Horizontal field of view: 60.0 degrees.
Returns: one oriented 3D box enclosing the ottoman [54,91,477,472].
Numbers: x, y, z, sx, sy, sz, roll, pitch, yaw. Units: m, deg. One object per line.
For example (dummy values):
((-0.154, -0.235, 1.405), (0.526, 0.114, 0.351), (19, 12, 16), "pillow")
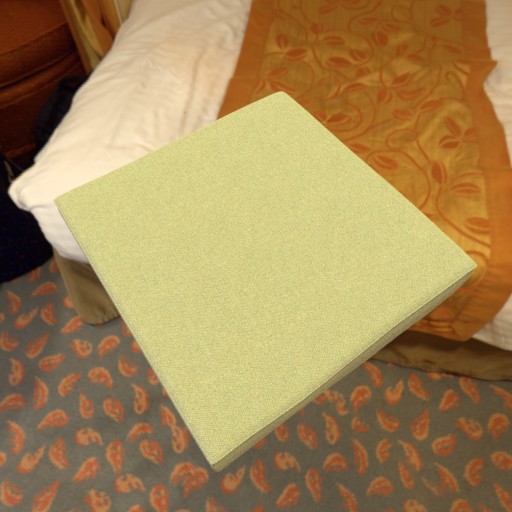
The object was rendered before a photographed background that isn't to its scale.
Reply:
((0.000, 0.000, 1.540), (0.968, 0.379, 1.004), (-31, 63, -18), "ottoman")
